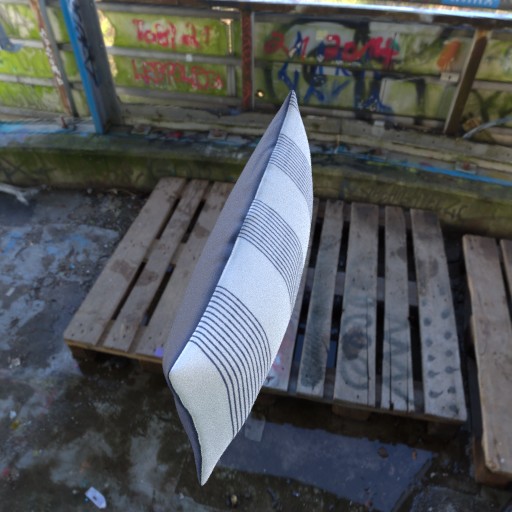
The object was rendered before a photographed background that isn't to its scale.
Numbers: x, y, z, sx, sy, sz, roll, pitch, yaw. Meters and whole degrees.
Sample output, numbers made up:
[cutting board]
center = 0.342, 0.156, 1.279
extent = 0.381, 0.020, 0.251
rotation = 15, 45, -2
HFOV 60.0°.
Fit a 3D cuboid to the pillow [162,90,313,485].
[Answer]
[pillow]
center = 0.000, 0.000, 0.705
extent = 0.151, 0.287, 0.610
rotation = 10, 46, 10
